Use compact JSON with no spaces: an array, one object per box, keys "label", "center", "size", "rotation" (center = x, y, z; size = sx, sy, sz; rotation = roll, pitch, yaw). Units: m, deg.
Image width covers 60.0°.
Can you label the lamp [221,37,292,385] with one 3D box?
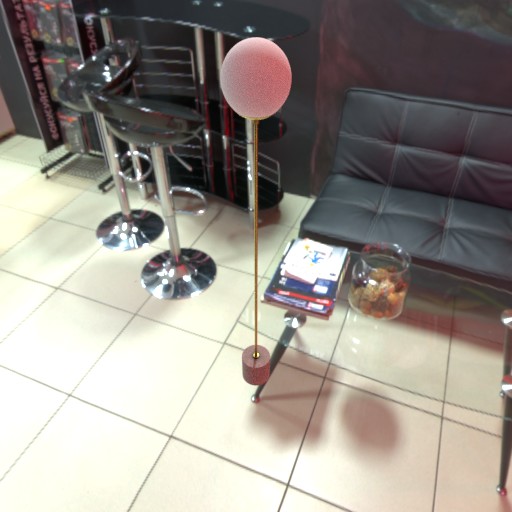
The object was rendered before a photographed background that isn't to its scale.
[{"label":"lamp","center":[0.000,0.000,1.921],"size":[0.229,1.748,0.229],"rotation":[-24,46,-26]}]
